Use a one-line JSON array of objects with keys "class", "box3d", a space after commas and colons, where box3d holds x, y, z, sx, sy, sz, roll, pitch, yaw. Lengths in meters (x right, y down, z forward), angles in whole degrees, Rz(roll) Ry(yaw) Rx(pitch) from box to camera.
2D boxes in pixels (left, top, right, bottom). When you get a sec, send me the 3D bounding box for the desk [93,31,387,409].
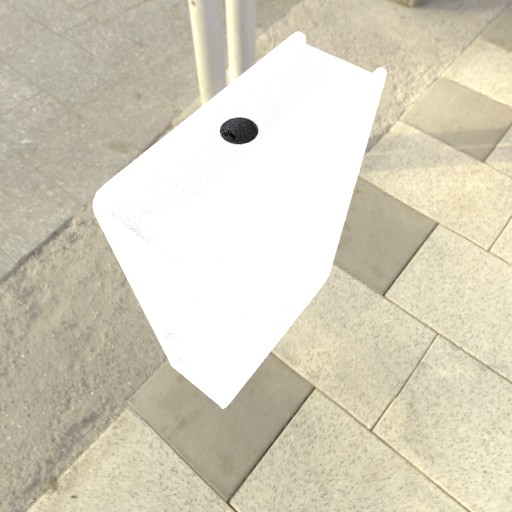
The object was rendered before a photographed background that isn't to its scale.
[{"class": "desk", "box3d": [0.000, 0.000, 1.548, 0.278, 1.190, 0.795, 33, 64, 19]}]
